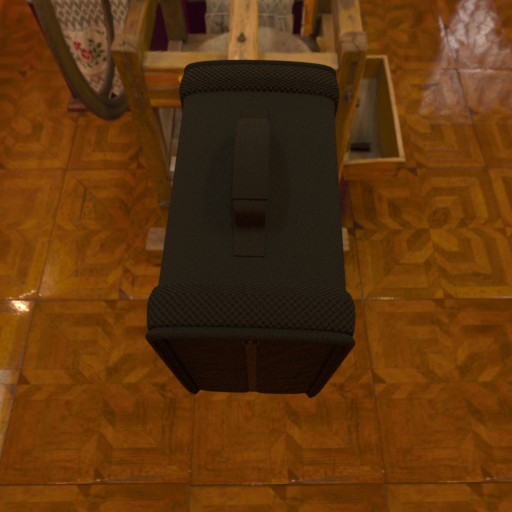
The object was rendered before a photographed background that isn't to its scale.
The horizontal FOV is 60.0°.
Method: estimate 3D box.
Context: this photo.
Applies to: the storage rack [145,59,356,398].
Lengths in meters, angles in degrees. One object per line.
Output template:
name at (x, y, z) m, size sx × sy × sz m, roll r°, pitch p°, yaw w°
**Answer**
storage rack at (0.000, 0.000, 0.538) m, size 0.168 × 0.387 × 0.297 m, roll 2°, pitch 63°, yaw 1°
